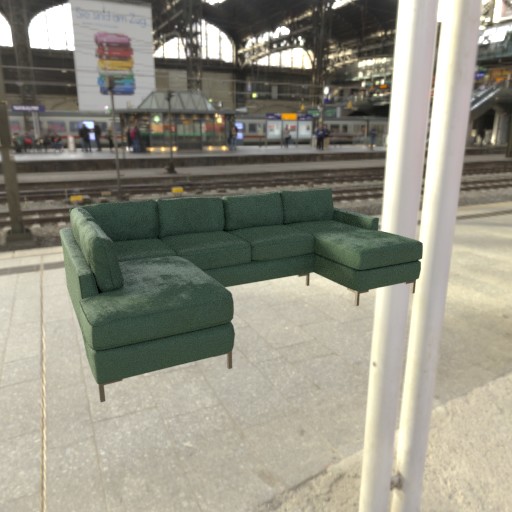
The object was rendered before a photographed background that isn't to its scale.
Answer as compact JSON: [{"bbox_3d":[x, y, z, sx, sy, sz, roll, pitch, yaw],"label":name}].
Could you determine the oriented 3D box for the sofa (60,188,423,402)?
[{"bbox_3d":[0.000,0.000,3.809,2.994,0.861,1.992,-8,17,-27],"label":"sofa"}]
